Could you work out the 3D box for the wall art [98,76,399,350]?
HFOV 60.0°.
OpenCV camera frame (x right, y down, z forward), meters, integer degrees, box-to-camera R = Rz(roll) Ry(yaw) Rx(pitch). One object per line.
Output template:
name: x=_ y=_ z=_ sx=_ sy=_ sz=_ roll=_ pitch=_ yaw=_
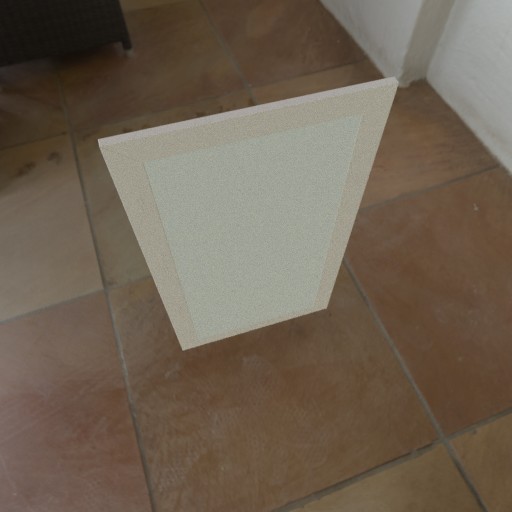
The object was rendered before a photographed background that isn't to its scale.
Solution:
wall art: x=0.000 y=0.000 z=0.831 sx=0.380 sy=0.683 sz=0.013 roll=-15 pitch=60 yaw=-9
